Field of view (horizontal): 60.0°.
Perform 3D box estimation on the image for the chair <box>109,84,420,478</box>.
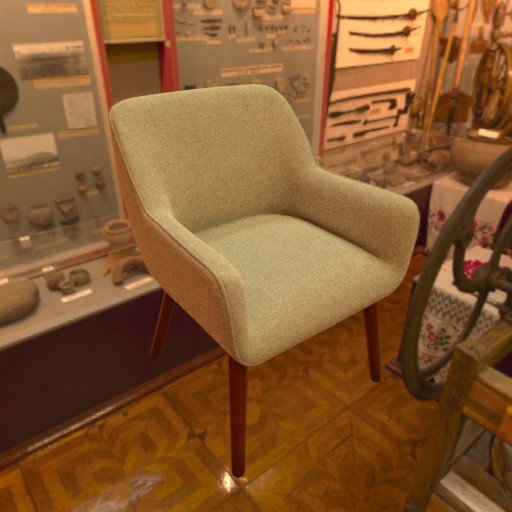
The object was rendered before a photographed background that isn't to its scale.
[{"bbox_3d":[0.000,0.000,1.235,0.610,0.813,0.610,-20,35,-32],"label":"chair"}]
